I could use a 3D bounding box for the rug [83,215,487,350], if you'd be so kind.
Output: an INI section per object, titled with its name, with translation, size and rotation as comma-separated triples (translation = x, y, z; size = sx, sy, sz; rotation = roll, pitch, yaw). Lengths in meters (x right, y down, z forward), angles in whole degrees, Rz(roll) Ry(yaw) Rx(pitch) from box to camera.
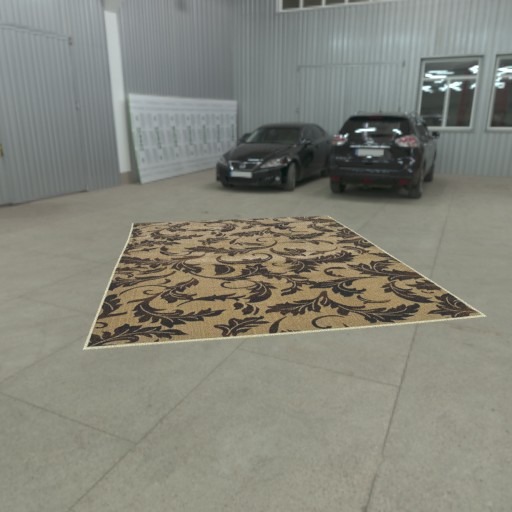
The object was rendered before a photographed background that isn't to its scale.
[rug]
translation = 0.000, 0.000, 3.912
size = 2.380, 0.008, 2.977
rotation = -3, 18, -10
